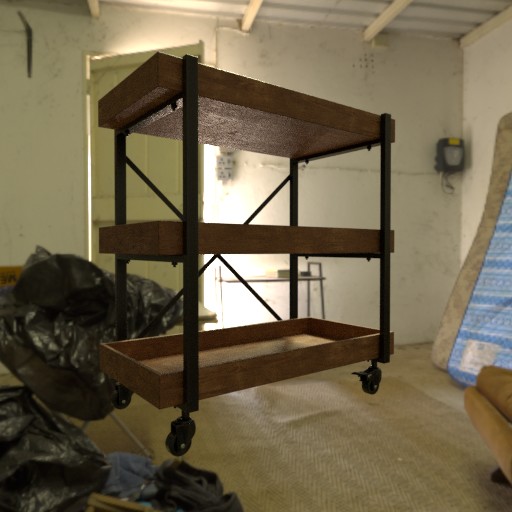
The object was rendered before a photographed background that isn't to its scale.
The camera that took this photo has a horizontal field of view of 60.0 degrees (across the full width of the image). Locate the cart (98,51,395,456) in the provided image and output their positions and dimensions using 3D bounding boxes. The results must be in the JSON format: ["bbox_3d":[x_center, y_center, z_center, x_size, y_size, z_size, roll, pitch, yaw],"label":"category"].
[{"bbox_3d":[0.000,0.000,1.229,0.750,0.800,0.411,-1,1,-37],"label":"cart"}]
